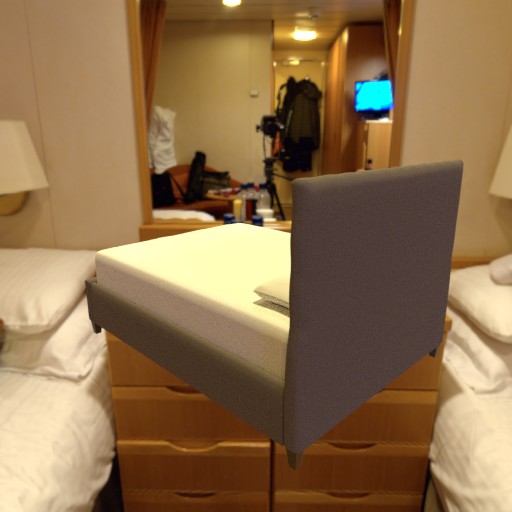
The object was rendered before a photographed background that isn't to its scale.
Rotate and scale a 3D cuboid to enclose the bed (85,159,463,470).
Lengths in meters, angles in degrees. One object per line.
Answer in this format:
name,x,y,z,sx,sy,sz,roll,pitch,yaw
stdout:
bed,0.000,0.000,3.282,1.696,1.426,2.233,-15,22,-43
